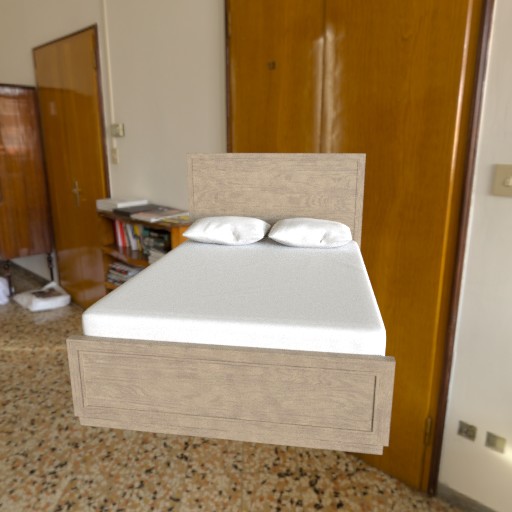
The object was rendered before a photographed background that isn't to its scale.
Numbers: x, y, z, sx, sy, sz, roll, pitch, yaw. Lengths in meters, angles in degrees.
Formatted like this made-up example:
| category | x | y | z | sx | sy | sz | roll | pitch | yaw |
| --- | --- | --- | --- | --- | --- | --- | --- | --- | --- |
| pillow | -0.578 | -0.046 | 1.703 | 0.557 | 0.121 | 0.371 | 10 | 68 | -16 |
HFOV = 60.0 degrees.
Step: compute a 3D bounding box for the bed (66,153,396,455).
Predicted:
| category | x | y | z | sx | sy | sz | roll | pitch | yaw |
| --- | --- | --- | --- | --- | --- | --- | --- | --- | --- |
| bed | 0.000 | 0.000 | 3.117 | 1.606 | 1.369 | 2.189 | 2 | 14 | 8 |
